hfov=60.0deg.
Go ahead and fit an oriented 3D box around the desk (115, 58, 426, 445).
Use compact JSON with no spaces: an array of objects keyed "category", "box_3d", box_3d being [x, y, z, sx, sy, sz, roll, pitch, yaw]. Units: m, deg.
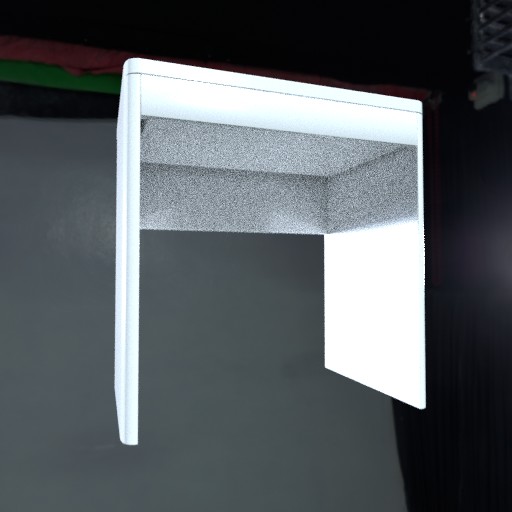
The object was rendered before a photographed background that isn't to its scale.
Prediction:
[{"category":"desk","box_3d":[0.000,0.000,1.282,0.762,0.800,0.549,1,-2,-19]}]
